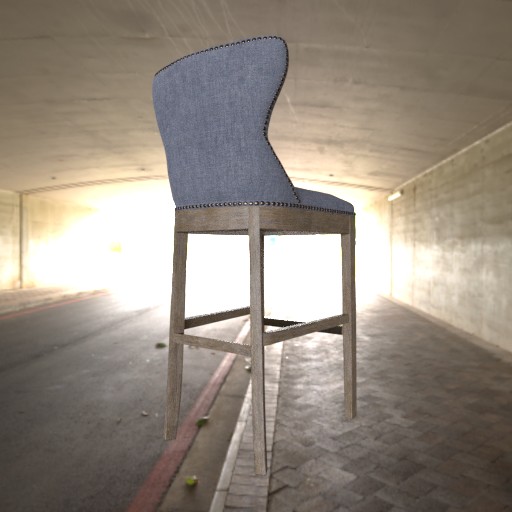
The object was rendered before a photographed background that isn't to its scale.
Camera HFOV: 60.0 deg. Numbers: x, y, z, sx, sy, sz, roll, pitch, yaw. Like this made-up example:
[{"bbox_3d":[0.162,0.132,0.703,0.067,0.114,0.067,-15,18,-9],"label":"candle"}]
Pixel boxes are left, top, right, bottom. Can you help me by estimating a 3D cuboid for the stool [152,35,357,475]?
[{"bbox_3d":[0.000,0.000,1.420,0.494,1.123,0.606,1,1,37],"label":"stool"}]
